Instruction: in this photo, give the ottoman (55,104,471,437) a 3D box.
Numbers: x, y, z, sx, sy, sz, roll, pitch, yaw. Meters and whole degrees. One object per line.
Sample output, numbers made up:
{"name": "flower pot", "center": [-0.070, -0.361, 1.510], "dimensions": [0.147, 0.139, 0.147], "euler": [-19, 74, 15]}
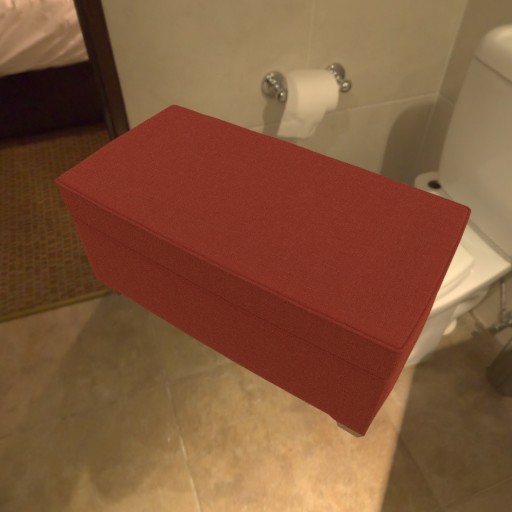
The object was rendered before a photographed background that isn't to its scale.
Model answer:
{"name": "ottoman", "center": [0.000, 0.000, 1.247], "dimensions": [0.948, 0.454, 0.497], "euler": [25, 52, 22]}
